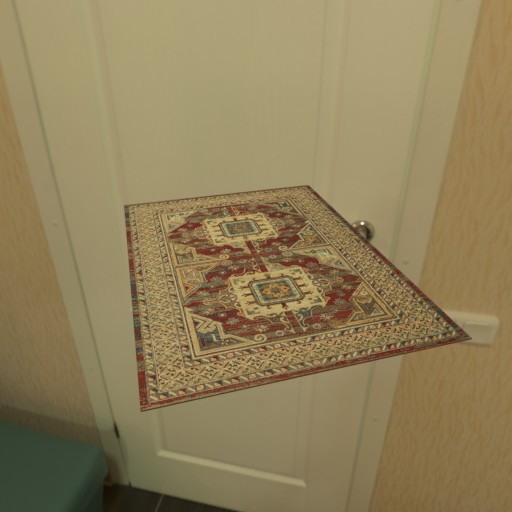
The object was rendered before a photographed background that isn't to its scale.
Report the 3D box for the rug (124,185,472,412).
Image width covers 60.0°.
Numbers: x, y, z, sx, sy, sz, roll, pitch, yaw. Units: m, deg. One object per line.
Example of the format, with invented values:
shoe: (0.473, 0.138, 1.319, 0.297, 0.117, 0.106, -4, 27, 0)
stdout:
rug: (0.000, 0.000, 4.296, 2.381, 0.013, 3.197, -8, 31, -14)
